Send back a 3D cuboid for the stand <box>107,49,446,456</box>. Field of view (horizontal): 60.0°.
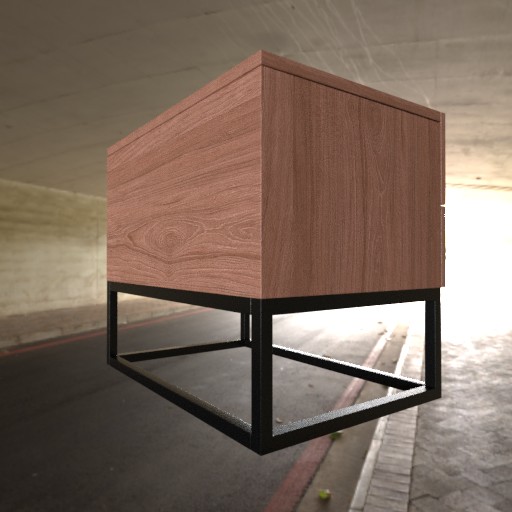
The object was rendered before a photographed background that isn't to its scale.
[{"bbox_3d":[0.000,0.000,0.907,0.420,0.500,0.600,0,-1,-36],"label":"stand"}]
